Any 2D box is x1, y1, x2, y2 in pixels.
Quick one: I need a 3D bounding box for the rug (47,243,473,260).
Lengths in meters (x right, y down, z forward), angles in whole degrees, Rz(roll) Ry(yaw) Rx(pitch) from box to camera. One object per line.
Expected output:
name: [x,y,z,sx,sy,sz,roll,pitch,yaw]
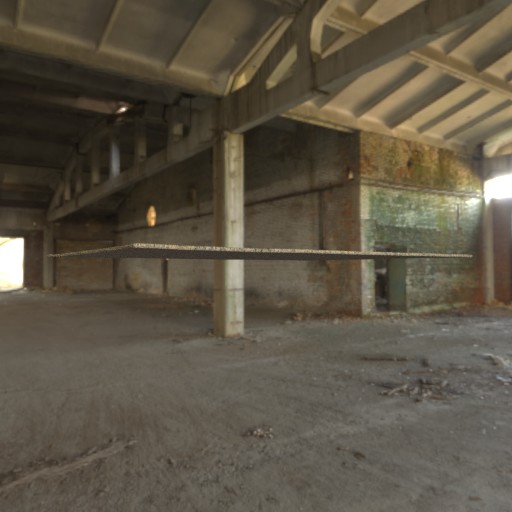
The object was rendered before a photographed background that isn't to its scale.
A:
rug: [0.000,0.000,4.170,3.199,0.036,2.414,1,-2,-35]
